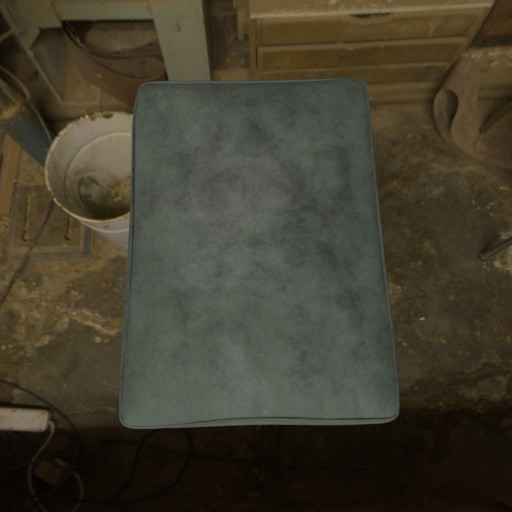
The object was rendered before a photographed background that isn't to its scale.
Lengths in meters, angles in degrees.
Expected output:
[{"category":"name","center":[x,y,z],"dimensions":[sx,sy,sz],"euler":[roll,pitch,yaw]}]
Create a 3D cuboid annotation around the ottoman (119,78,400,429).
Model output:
[{"category":"ottoman","center":[0.000,0.000,1.234],"dimensions":[0.632,0.495,0.864],"euler":[-1,75,0]}]
